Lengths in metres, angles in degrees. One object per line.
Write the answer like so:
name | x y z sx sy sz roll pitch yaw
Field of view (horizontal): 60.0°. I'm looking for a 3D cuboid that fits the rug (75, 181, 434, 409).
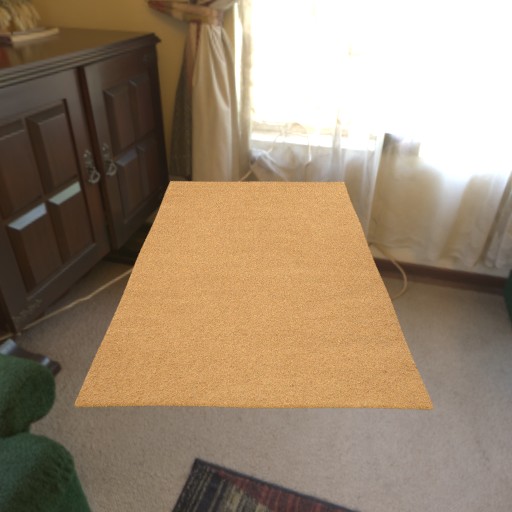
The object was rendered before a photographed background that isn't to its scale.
rug | 0.000 0.000 2.842 1.500 0.025 2.346 0 33 0
